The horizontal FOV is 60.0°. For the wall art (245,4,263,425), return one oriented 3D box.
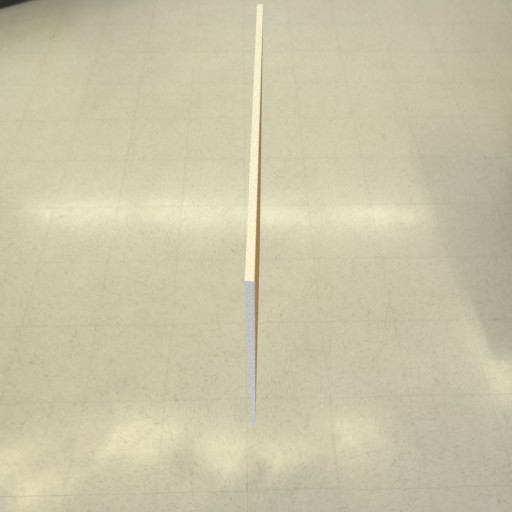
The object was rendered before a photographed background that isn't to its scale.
[{"bbox_3d":[0.000,0.000,1.155,0.013,0.940,0.659,1,58,1],"label":"wall art"}]
